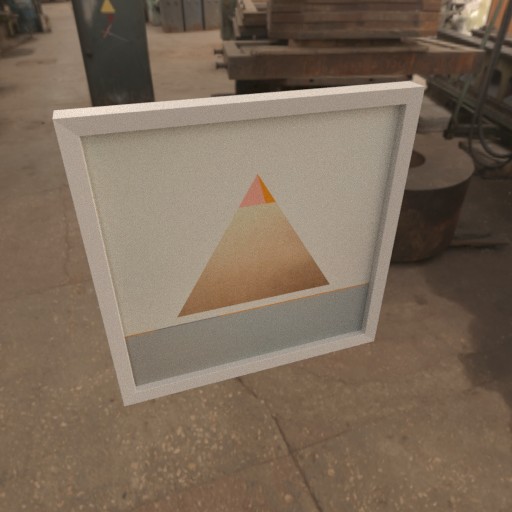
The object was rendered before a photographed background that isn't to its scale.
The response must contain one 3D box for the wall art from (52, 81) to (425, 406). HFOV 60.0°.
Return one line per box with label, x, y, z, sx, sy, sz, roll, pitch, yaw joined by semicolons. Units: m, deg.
wall art;0.000;0.000;1.861;1.289;1.291;0.098;-11;35;-16
